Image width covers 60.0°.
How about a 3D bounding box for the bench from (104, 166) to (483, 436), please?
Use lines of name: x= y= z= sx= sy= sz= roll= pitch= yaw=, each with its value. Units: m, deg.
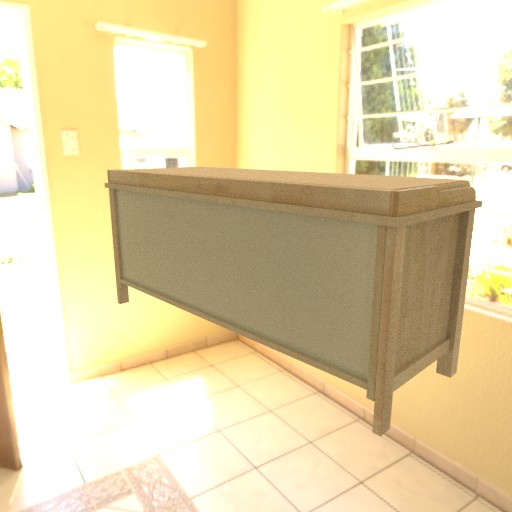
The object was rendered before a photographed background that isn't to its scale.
bench: x=0.000 y=0.000 z=1.365 sx=0.398 sy=0.501 sz=1.140 roll=-13 pitch=19 yaw=-43
